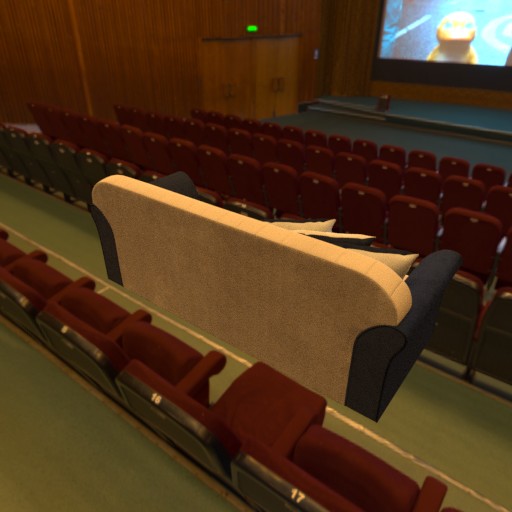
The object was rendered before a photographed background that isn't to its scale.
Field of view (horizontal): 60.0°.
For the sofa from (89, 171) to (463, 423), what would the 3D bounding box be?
[{"bbox_3d":[0.000,0.000,2.532,2.006,0.789,0.749,21,36,31],"label":"sofa"}]
